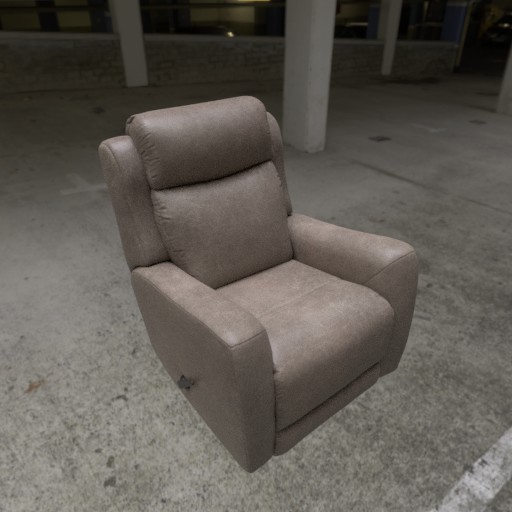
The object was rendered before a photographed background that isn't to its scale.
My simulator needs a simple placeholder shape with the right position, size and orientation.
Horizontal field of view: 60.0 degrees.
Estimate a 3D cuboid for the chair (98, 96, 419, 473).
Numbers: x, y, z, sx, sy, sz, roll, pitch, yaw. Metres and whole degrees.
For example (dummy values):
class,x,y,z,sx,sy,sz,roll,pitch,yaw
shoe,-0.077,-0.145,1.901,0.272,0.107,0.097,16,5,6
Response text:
class,x,y,z,sx,sy,sz,roll,pitch,yaw
chair,0.000,0.000,1.900,0.967,1.116,1.068,-22,37,-31
